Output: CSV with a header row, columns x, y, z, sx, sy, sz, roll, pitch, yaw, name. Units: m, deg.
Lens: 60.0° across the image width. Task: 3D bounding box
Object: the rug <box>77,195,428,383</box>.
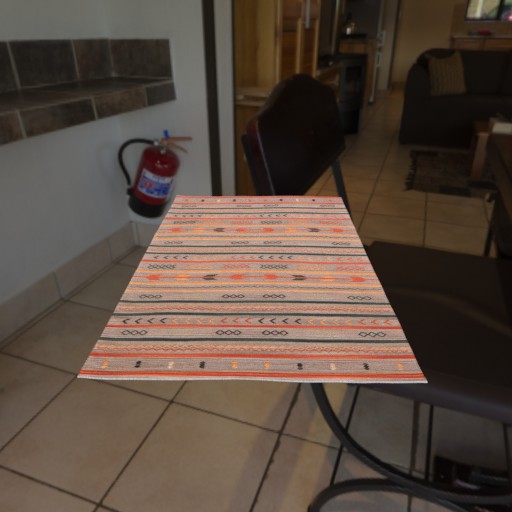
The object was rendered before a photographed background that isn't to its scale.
x,y,z,sx,sy,sz,roll,pitch,yaw,name
0.000,0.000,3.024,1.537,0.029,2.439,0,27,1,rug
